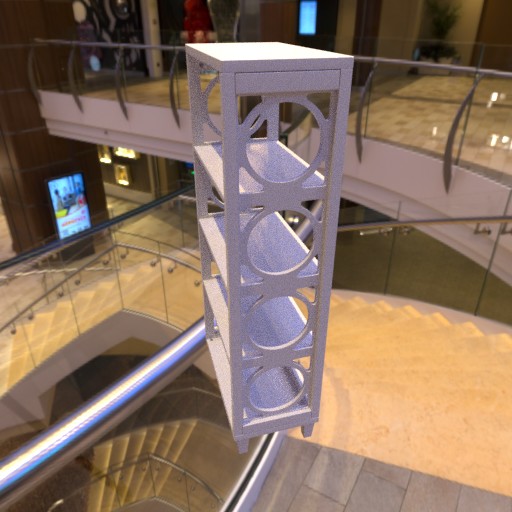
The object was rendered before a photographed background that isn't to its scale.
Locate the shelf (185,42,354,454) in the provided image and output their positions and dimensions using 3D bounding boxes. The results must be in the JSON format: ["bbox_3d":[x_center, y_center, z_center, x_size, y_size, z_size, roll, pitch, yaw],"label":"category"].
[{"bbox_3d":[0.000,0.000,1.664,0.340,1.411,0.611,-8,30,-14],"label":"shelf"}]
